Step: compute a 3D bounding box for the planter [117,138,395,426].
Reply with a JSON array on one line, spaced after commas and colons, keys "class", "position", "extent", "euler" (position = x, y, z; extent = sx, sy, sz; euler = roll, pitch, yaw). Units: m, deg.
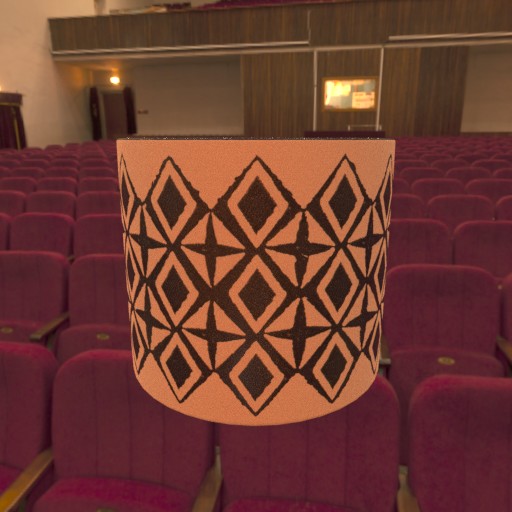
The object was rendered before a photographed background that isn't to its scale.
[{"class": "planter", "position": [0.000, 0.000, 0.280], "extent": [0.159, 0.144, 0.159], "euler": [0, 15, 0]}]
